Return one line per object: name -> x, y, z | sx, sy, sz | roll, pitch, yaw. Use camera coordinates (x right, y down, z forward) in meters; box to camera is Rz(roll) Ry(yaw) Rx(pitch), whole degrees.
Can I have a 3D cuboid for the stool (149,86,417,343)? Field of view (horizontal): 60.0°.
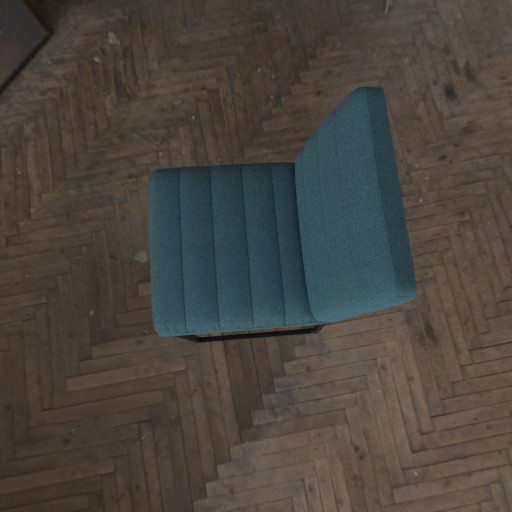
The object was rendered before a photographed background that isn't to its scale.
stool -> 0.000, 0.000, 1.346 | 0.560, 1.040, 0.460 | -4, 77, -1
